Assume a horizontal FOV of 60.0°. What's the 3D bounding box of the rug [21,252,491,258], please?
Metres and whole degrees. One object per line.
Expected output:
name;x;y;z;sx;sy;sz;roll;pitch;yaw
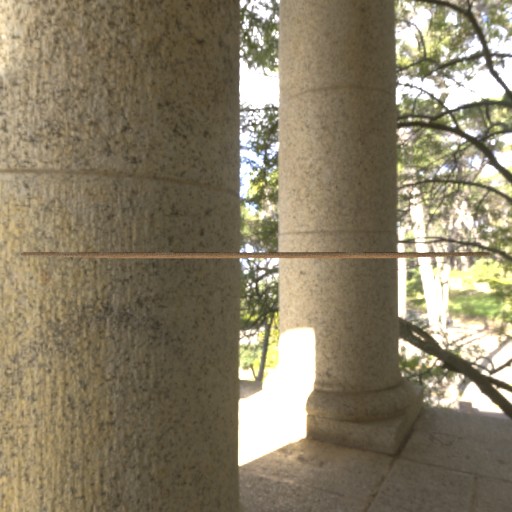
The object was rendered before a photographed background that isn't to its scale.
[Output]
rug;0.000;0.000;2.926;2.286;0.016;1.555;0;-1;0
